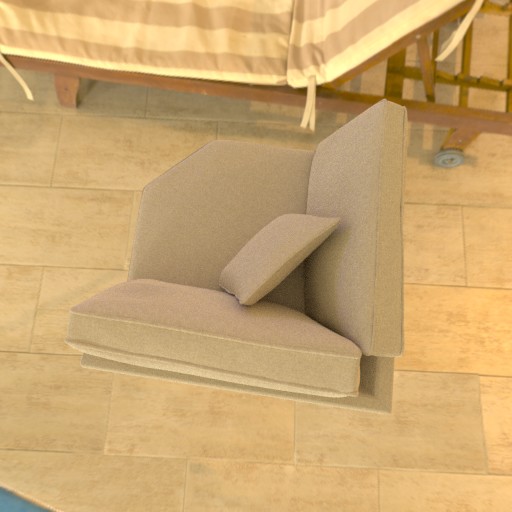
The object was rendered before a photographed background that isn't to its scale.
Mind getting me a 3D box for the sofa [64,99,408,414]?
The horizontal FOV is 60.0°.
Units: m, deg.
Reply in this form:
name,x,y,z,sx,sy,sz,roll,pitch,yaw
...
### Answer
name,x,y,z,sx,sy,sz,roll,pitch,yaw
sofa,0.000,0.000,1.829,1.042,0.937,1.050,8,76,2
